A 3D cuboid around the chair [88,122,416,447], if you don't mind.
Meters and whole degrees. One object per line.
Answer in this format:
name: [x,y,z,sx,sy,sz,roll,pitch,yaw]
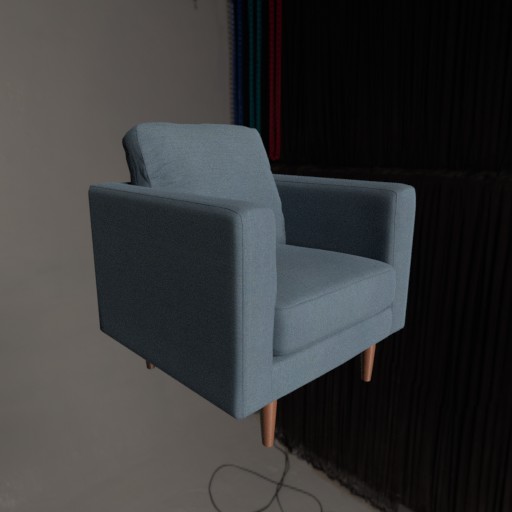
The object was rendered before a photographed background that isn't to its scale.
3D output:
chair: [0.000,0.000,1.578,0.855,0.922,0.820,-13,19,-43]
